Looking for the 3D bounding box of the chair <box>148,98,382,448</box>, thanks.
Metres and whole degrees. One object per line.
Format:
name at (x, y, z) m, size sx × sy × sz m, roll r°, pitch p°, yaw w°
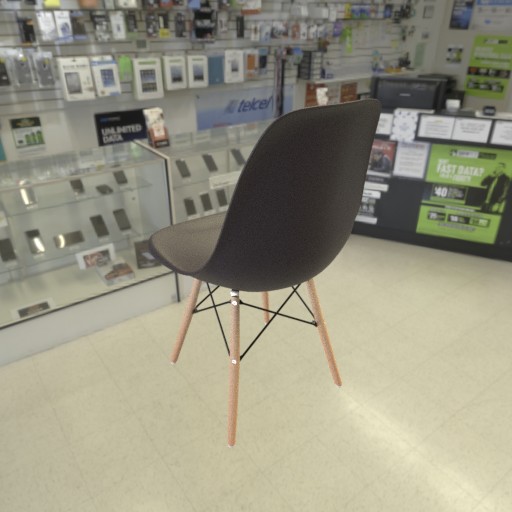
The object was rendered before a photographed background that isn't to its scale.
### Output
chair at (0.000, 0.000, 1.129) m, size 0.470 × 0.825 × 0.533 m, roll -18°, pitch 34°, yaw -29°
